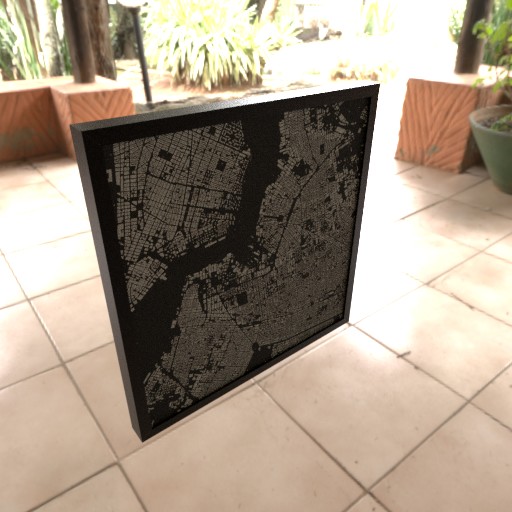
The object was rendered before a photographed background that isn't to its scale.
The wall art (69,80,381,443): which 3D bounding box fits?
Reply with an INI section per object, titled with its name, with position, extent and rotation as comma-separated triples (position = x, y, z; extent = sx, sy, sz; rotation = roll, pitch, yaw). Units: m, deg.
[wall art]
position = 0.000, 0.000, 0.747
extent = 0.506, 0.506, 0.038
rotation = -22, 36, -33
